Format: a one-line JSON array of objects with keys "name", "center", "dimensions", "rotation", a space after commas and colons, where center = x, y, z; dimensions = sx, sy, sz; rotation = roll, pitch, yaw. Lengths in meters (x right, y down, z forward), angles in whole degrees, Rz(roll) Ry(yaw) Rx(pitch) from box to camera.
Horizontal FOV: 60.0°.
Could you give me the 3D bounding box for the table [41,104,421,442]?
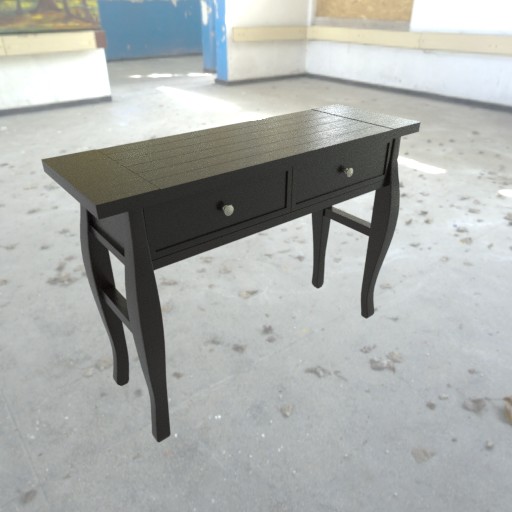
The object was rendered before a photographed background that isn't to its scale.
[{"name": "table", "center": [0.000, 0.000, 1.443], "dimensions": [1.062, 0.768, 0.373], "rotation": [-22, 37, -33]}]
